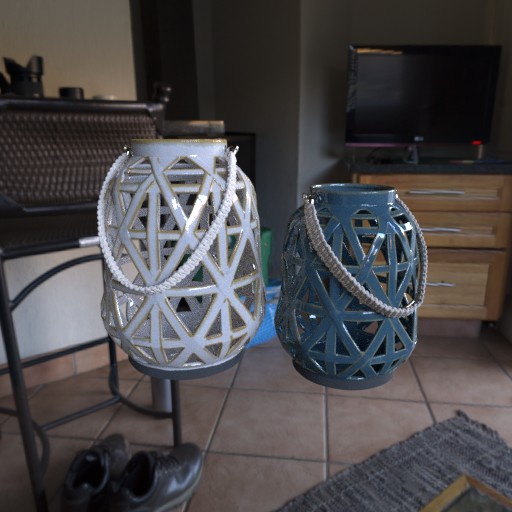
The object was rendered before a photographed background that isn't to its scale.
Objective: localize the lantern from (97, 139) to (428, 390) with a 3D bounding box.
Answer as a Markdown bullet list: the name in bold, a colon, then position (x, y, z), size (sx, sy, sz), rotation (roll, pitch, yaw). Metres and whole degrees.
- **lantern**: position (0.000, 0.000, 0.603), size (0.439, 0.307, 0.245), rotation (2, 15, 9)
